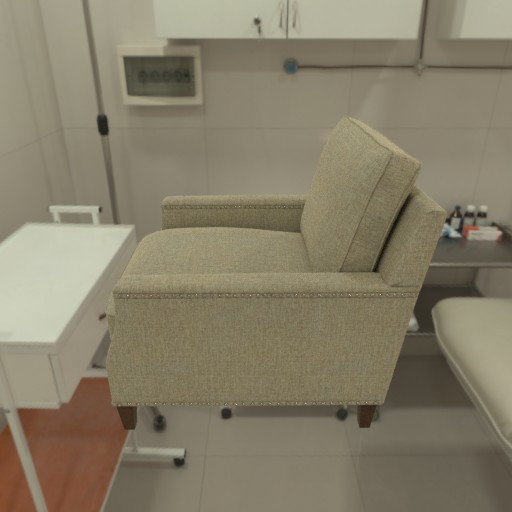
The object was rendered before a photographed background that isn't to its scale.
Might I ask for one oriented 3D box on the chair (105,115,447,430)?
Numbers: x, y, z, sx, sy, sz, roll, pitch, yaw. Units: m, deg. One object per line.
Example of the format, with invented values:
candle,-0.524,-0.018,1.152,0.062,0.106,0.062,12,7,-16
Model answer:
chair,0.000,0.000,1.687,1.014,0.943,0.853,0,26,0
